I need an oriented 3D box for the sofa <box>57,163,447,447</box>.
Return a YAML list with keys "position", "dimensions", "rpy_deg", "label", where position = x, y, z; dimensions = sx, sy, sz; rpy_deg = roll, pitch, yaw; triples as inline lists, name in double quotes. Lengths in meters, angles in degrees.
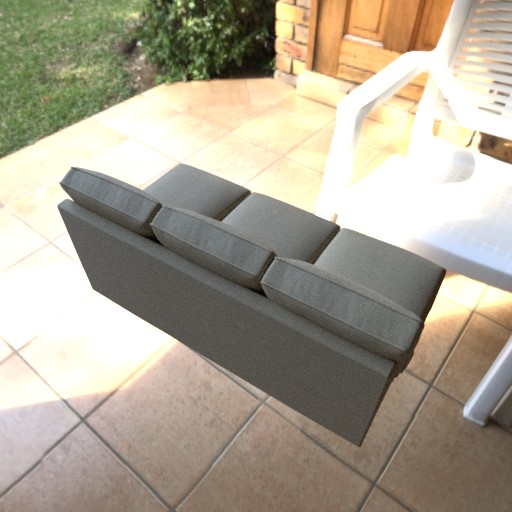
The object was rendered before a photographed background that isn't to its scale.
- position: [0.000, 0.000, 2.555]
  dimensions: [1.962, 0.973, 1.027]
  rpy_deg: [25, 51, 22]
  label: "sofa"
